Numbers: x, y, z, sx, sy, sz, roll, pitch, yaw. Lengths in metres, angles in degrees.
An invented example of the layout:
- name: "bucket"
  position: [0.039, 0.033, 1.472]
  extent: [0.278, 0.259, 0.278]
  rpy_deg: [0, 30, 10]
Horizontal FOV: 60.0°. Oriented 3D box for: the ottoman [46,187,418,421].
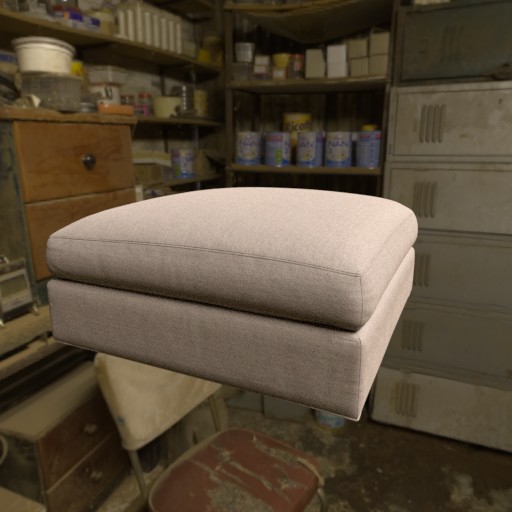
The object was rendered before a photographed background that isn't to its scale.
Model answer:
- name: "ottoman"
  position: [0.000, 0.000, 1.649]
  extent: [1.041, 0.470, 1.041]
  rpy_deg: [7, 16, 25]
